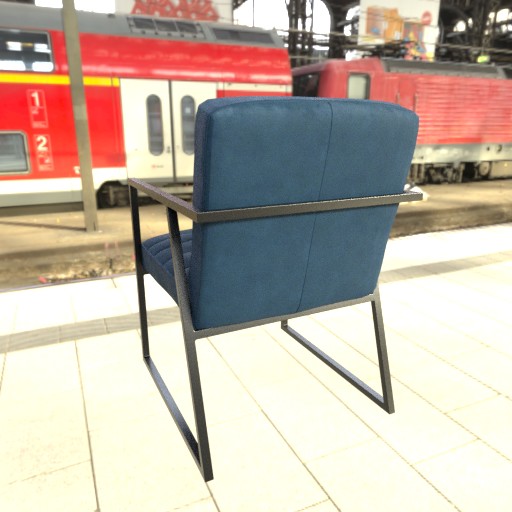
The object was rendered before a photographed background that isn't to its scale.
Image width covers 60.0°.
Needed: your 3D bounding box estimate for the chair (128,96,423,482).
[{"bbox_3d":[0.000,0.000,1.274,0.571,0.833,0.677,-8,18,-25],"label":"chair"}]
